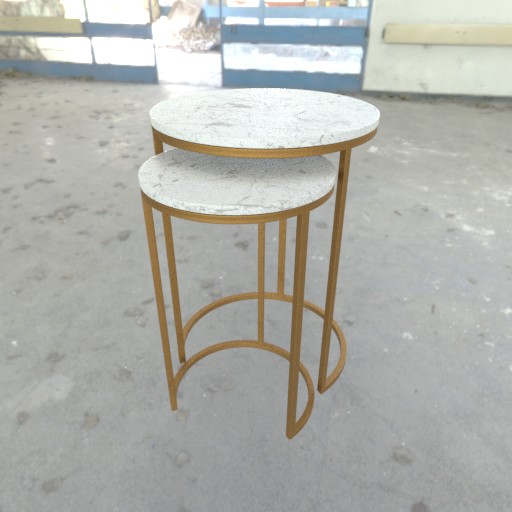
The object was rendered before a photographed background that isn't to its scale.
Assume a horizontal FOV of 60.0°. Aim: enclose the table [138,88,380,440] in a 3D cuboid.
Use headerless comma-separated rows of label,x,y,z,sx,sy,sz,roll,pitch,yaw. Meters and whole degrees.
table,0.000,0.000,0.884,0.400,0.550,0.507,8,31,14
